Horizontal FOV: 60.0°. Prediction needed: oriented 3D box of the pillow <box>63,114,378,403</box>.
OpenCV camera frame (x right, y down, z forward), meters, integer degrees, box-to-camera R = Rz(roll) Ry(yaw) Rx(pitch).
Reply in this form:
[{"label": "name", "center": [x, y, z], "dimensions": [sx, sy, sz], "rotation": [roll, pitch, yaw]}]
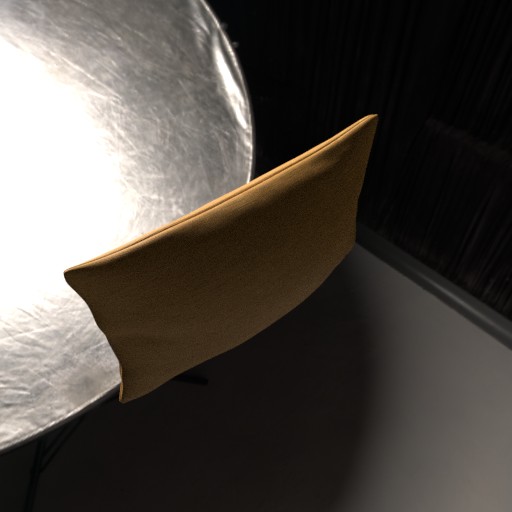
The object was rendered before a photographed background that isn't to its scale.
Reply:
[{"label": "pillow", "center": [0.000, 0.000, 0.818], "dimensions": [0.634, 0.354, 0.210], "rotation": [-32, 54, -27]}]
